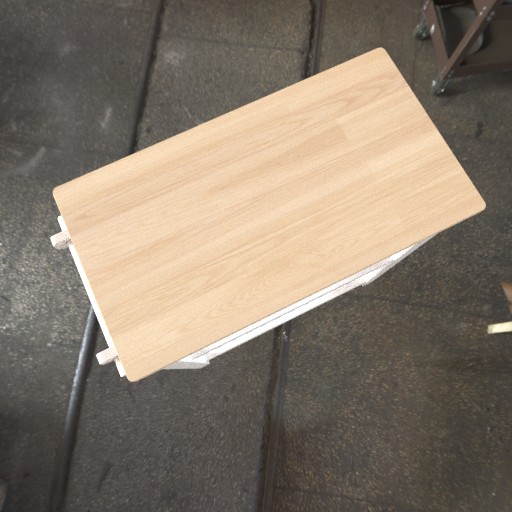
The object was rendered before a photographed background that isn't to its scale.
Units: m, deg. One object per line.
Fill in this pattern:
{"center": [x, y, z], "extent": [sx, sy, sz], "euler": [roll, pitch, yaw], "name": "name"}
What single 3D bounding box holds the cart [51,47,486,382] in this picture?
{"center": [0.000, 0.000, 1.411], "extent": [0.899, 0.927, 0.457], "euler": [-25, 77, -6], "name": "cart"}
